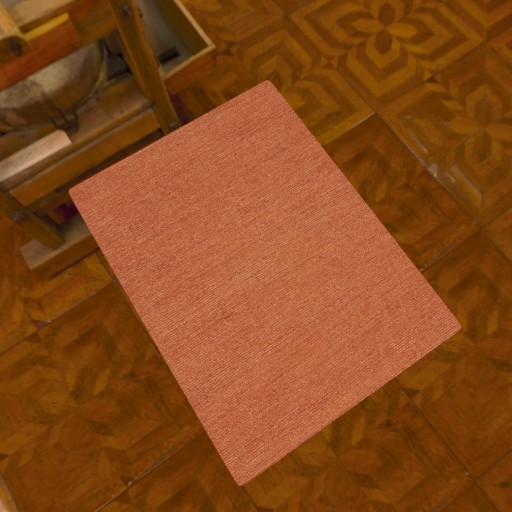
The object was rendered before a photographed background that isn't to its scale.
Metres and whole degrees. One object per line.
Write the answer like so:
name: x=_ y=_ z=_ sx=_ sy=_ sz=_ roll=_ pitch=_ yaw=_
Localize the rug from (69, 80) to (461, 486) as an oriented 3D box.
rug: x=0.000 y=0.000 z=2.787 sx=1.594 sy=0.009 sz=2.112 roll=-32 pitch=76 yaw=-9
